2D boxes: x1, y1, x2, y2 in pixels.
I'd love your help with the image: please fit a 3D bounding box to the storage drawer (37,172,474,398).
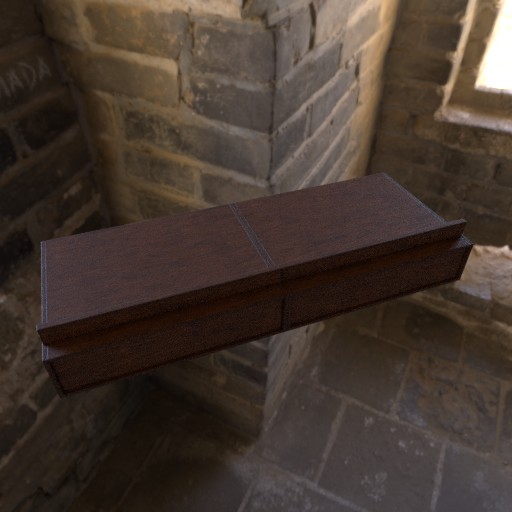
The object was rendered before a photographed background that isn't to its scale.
[{"bbox_3d":[0.000,0.000,2.171,1.914,0.339,0.774,-14,41,-16],"label":"storage drawer"}]
